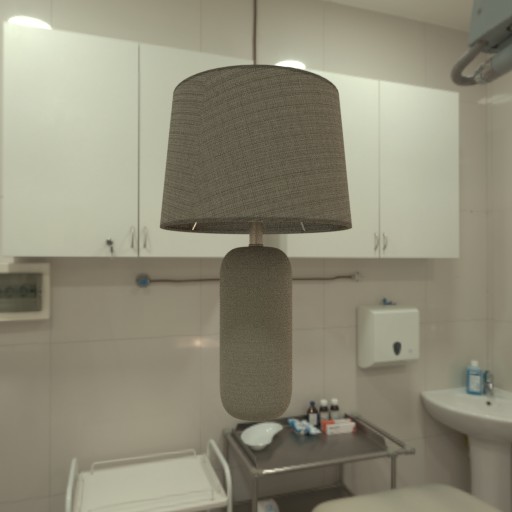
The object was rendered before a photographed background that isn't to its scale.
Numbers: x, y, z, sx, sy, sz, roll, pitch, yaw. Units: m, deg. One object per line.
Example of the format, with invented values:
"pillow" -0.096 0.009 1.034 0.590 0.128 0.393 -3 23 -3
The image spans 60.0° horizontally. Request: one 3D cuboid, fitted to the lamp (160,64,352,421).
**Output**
"lamp" 0.000 0.000 0.864 0.367 0.609 0.367 0 0 0
